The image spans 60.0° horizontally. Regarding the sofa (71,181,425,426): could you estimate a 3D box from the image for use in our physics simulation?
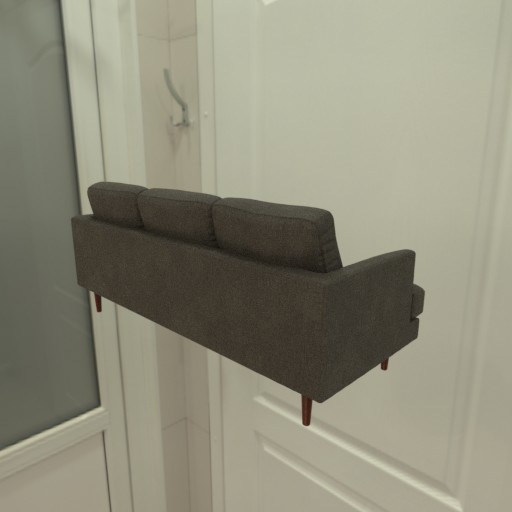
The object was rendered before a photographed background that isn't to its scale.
[{"bbox_3d":[0.000,0.000,2.965,2.233,0.956,1.504,14,20,43],"label":"sofa"}]
